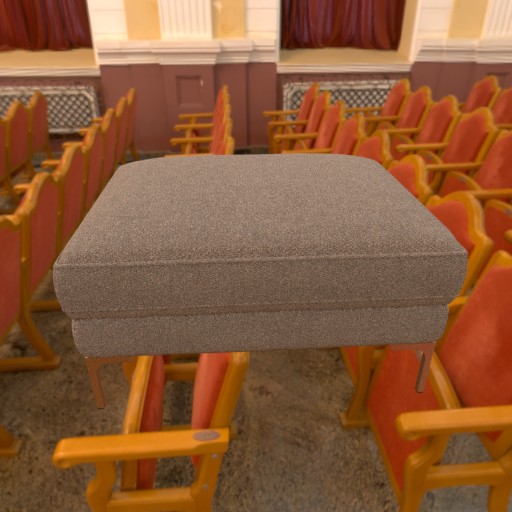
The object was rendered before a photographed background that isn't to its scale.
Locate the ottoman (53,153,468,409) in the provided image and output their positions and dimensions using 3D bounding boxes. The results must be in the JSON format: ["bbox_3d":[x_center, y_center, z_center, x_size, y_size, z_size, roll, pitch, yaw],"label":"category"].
[{"bbox_3d":[0.000,0.000,1.138,0.785,0.464,0.583,-2,29,-3],"label":"ottoman"}]
